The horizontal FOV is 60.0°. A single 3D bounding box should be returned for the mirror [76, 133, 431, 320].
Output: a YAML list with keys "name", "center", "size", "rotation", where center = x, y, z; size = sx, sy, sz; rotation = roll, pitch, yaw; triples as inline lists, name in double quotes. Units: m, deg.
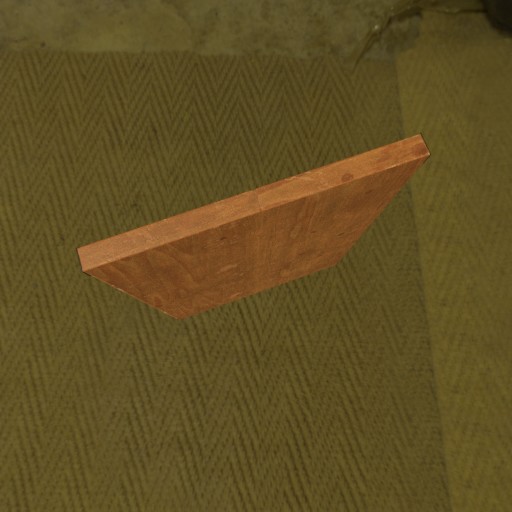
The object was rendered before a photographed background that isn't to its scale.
- name: "mirror"
  center: [0.000, 0.000, 0.990]
  size: [0.517, 0.761, 0.053]
  rotation: [-19, 78, -4]
